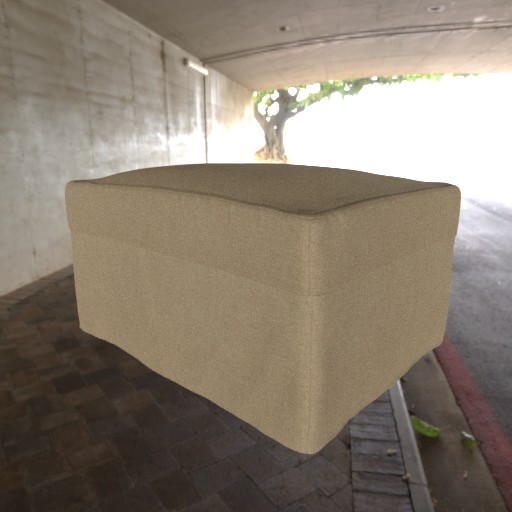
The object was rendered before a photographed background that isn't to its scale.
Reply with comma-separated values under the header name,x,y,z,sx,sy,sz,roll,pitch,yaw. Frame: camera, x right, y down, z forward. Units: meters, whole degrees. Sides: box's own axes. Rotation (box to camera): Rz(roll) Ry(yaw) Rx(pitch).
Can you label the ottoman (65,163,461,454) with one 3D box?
name,x,y,z,sx,sy,sz,roll,pitch,yaw
ottoman,0.000,0.000,1.193,0.833,0.485,0.650,13,19,41
